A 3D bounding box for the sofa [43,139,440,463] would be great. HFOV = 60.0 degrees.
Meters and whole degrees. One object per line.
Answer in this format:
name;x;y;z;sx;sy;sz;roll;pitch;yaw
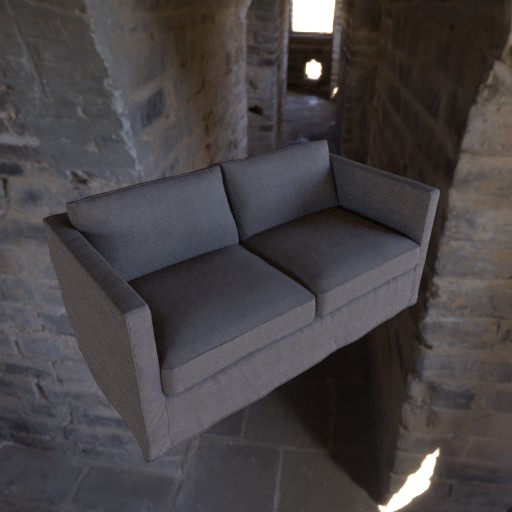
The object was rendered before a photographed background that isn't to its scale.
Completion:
sofa;0.000;0.000;2.327;1.802;0.854;0.974;-21;36;-32
